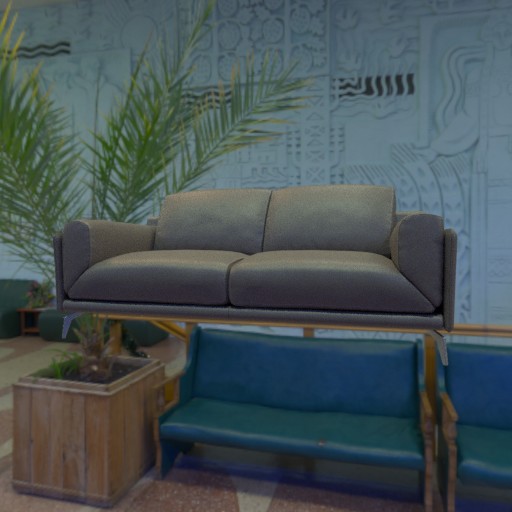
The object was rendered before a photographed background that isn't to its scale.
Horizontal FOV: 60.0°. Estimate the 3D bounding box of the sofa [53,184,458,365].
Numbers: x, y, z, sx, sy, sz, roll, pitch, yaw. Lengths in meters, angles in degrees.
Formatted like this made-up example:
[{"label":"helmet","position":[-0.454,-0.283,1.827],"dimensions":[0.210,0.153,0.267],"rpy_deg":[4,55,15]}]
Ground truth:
[{"label":"sofa","position":[0.000,0.000,2.675],"dimensions":[2.101,0.930,1.049],"rpy_deg":[0,1,16]}]
